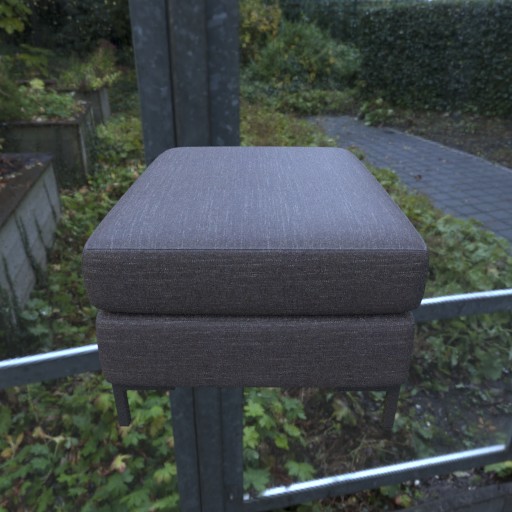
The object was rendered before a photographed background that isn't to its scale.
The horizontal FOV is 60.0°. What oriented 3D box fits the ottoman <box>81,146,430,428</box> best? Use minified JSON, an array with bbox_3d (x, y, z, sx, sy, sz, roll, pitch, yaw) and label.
[{"bbox_3d":[0.000,0.000,1.238,0.671,0.490,0.820,0,26,0],"label":"ottoman"}]
